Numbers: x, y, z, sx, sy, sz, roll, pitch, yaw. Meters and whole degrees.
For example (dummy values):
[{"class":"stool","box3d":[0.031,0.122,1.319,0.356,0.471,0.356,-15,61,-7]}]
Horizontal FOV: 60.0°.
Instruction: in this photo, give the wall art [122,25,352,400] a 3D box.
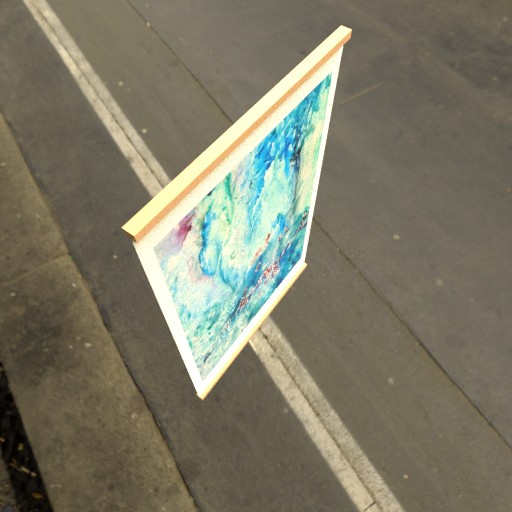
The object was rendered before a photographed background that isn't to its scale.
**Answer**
[{"class":"wall art","box3d":[0.000,0.000,1.259,0.027,1.020,0.669,32,64,18]}]
